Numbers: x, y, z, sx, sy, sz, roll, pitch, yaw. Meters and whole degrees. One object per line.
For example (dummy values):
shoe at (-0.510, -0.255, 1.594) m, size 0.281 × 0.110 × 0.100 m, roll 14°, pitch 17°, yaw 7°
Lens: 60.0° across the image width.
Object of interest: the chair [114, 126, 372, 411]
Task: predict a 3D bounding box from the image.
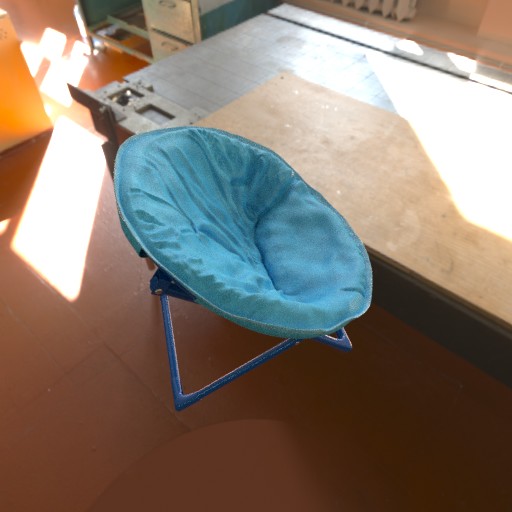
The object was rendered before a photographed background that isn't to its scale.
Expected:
chair at (0.000, 0.000, 0.899) m, size 0.465 × 0.478 × 0.520 m, roll -11°, pitch 49°, yaw -9°
